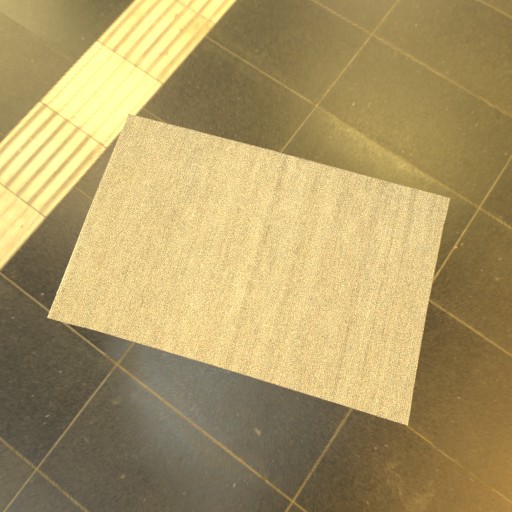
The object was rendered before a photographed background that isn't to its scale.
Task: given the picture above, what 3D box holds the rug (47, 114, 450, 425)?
[{"bbox_3d":[0.000,0.000,2.267,1.820,0.022,1.179,16,77,4],"label":"rug"}]
